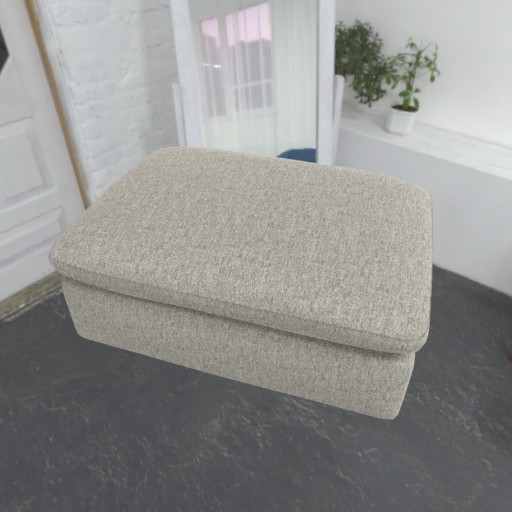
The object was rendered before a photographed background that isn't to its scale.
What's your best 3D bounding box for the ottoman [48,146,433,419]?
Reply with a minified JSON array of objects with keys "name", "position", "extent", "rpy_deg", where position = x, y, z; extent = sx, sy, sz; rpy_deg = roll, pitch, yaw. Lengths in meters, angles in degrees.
[{"name":"ottoman","position":[0.000,0.000,1.366],"extent":[0.977,0.451,0.694],"rpy_deg":[11,41,13]}]
